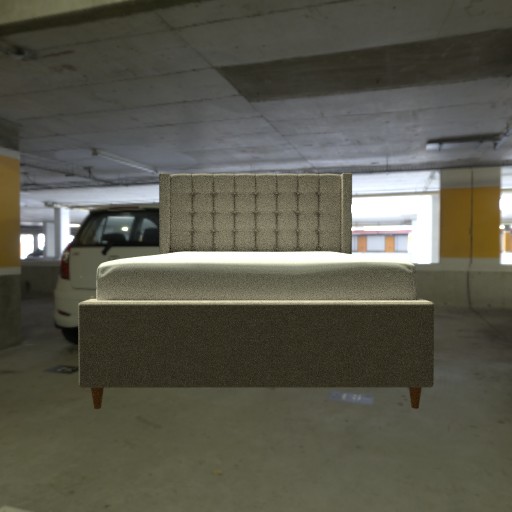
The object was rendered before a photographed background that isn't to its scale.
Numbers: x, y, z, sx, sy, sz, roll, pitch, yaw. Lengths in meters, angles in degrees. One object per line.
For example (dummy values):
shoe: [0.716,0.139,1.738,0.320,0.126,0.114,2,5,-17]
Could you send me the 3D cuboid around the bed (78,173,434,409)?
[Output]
bed: [0.000,0.000,3.711,2.044,1.748,2.372,0,1,0]
